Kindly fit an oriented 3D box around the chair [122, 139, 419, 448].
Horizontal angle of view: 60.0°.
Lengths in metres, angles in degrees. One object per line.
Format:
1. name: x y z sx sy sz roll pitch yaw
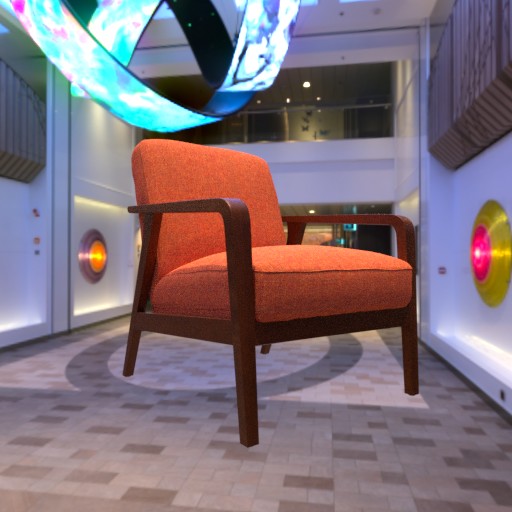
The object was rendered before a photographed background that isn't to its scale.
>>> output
1. chair: 0.000 0.000 1.542 0.719 0.890 0.860 0 -1 -37
